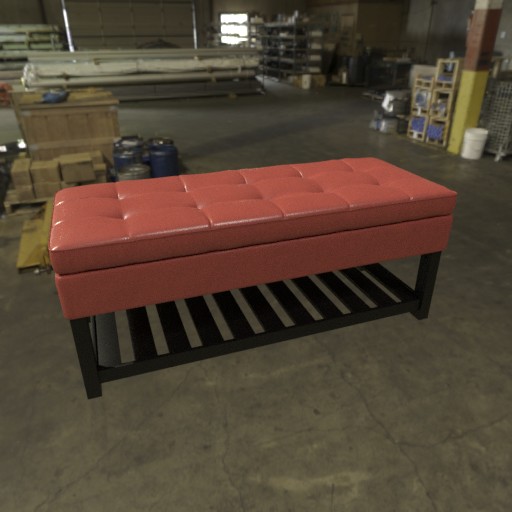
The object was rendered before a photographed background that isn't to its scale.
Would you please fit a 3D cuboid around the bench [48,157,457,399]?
[{"bbox_3d":[0.000,0.000,1.381,1.105,0.460,0.432,-9,28,-18],"label":"bench"}]
